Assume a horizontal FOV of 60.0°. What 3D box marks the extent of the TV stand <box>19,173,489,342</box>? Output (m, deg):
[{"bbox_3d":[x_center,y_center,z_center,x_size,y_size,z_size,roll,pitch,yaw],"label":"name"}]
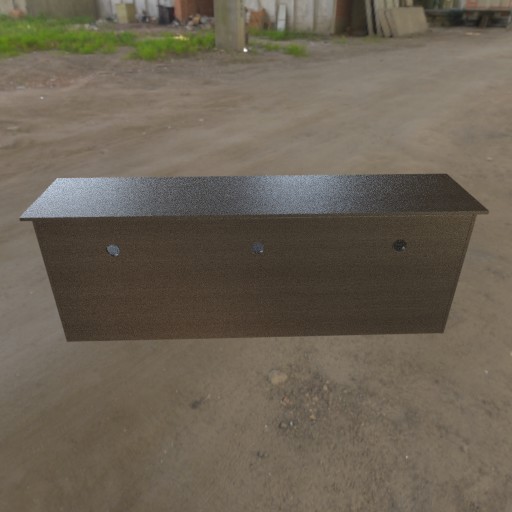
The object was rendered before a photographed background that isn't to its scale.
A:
[{"bbox_3d":[0.000,0.000,2.006,1.778,0.610,0.406,-1,31,-2],"label":"TV stand"}]
